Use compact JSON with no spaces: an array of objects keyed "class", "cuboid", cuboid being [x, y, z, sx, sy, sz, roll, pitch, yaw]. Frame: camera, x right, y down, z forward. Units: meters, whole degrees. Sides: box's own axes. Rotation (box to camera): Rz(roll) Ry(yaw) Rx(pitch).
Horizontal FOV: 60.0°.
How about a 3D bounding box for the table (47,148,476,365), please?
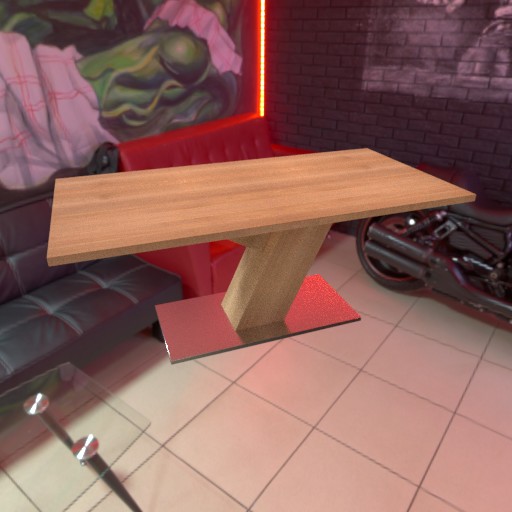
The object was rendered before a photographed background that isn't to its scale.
[{"class":"table","cuboid":[0.000,0.000,2.286,1.800,0.750,0.900,-10,29,-18]}]
